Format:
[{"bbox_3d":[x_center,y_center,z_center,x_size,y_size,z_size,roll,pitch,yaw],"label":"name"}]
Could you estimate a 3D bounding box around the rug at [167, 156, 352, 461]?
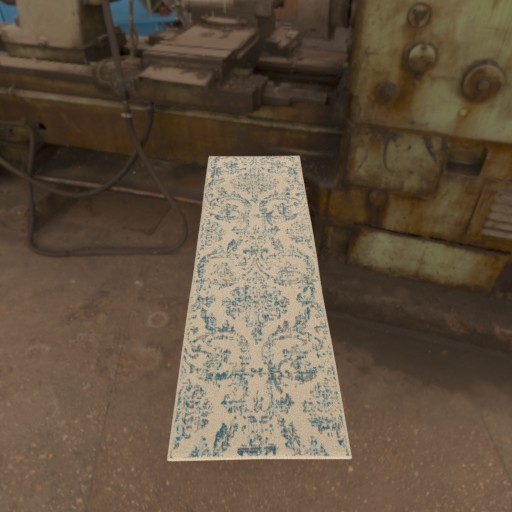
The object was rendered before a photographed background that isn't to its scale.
[{"bbox_3d":[0.000,0.000,2.405,0.662,0.011,2.196,0,41,-1],"label":"rug"}]
